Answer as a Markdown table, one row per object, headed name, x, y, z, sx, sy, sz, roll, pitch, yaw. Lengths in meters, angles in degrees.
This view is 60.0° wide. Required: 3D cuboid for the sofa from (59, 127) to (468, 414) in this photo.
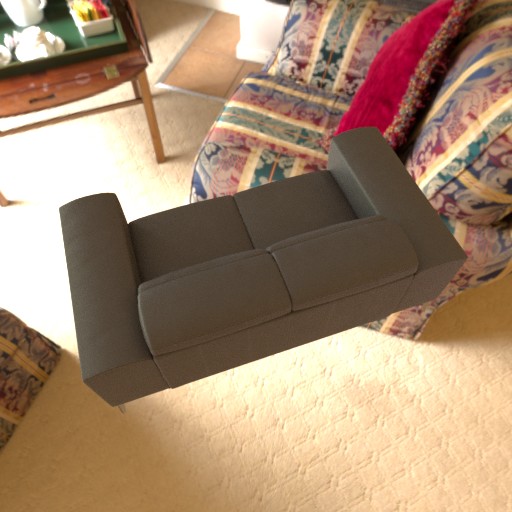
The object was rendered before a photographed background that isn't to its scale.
| name | x | y | z | sx | sy | sz | roll | pitch | yaw |
| --- | --- | --- | --- | --- | --- | --- | --- | --- | --- |
| sofa | 0.000 | 0.000 | 2.444 | 1.895 | 0.779 | 1.003 | -16 | 59 | -10 |
